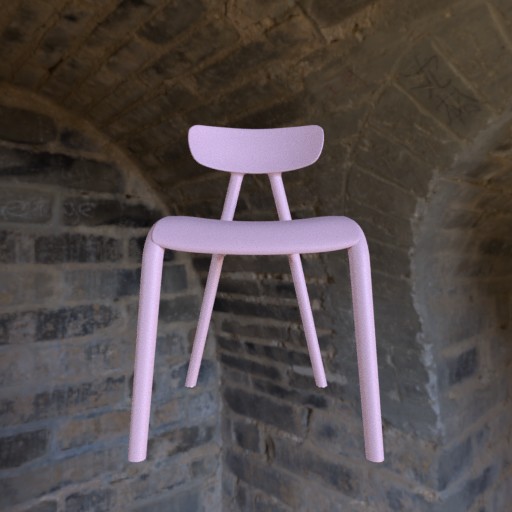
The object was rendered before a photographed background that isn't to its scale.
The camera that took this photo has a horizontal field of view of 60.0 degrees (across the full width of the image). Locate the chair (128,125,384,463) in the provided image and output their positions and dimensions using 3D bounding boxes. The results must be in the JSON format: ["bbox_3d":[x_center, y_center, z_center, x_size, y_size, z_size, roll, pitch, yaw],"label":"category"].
[{"bbox_3d":[0.000,0.000,0.814,0.356,0.580,0.401,0,-1,0],"label":"chair"}]
